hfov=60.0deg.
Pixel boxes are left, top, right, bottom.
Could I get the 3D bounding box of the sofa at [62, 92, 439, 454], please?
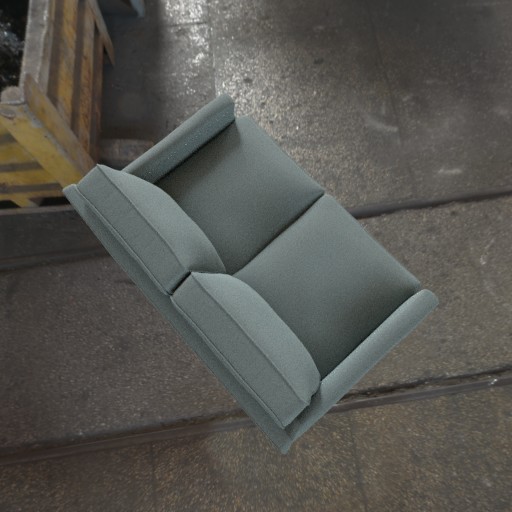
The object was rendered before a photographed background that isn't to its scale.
[{"bbox_3d":[0.000,0.000,2.306,1.084,1.003,1.597,-41,77,-11],"label":"sofa"}]
